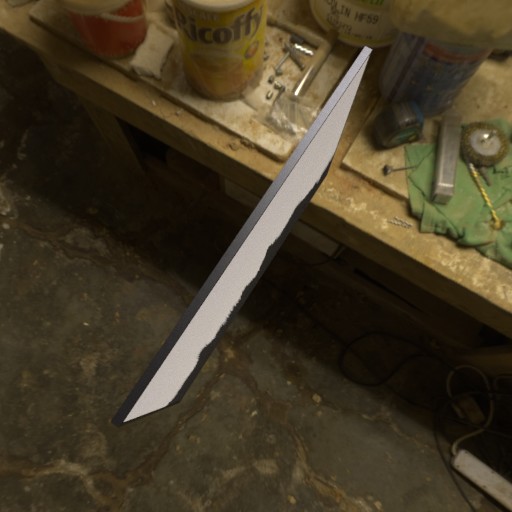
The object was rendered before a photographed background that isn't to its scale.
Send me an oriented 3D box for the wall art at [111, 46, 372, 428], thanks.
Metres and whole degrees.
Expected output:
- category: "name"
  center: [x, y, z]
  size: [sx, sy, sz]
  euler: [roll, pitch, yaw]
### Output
- category: "wall art"
  center: [0.000, 0.000, 1.227]
  size: [0.019, 0.660, 0.957]
  euler: [32, 78, 8]
